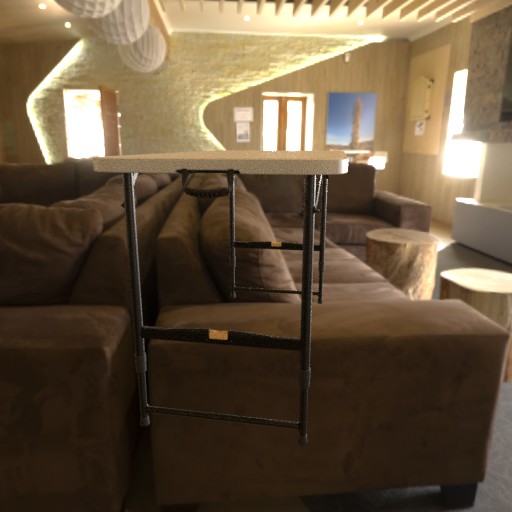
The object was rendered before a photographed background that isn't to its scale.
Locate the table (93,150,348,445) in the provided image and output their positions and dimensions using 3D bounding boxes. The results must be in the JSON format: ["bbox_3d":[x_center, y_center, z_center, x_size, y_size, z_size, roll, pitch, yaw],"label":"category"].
[{"bbox_3d":[0.000,0.000,1.626,0.611,0.737,1.245,3,14,10],"label":"table"}]
